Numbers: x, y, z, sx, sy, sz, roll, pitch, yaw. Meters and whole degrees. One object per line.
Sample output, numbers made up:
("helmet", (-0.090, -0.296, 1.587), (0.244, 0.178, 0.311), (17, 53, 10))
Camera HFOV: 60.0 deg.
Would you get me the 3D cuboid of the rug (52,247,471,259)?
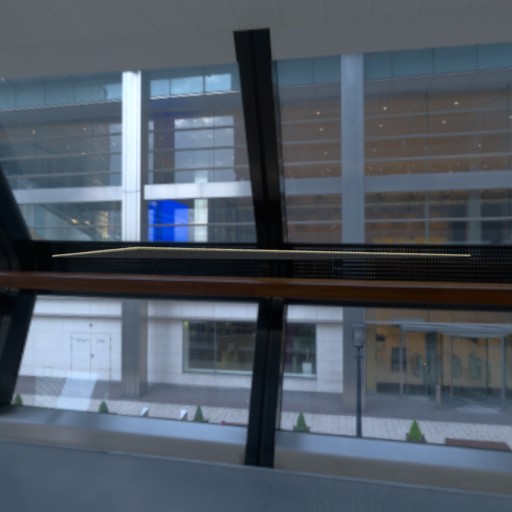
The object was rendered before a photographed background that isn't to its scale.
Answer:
("rug", (0.000, 0.000, 4.262), (3.204, 0.016, 2.452), (1, -1, -34))
